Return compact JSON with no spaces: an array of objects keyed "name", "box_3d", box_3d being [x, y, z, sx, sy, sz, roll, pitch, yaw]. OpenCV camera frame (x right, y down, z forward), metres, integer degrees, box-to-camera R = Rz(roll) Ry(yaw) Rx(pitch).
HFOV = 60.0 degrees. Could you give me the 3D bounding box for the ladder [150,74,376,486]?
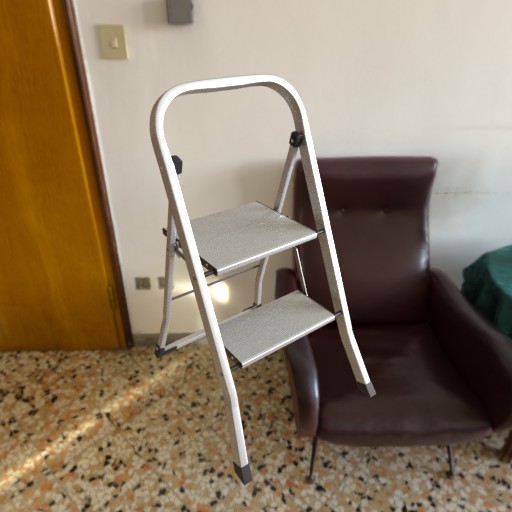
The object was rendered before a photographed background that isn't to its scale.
[{"name":"ladder","box_3d":[0.000,0.000,1.129,0.465,0.830,0.530,-20,36,-31]}]
